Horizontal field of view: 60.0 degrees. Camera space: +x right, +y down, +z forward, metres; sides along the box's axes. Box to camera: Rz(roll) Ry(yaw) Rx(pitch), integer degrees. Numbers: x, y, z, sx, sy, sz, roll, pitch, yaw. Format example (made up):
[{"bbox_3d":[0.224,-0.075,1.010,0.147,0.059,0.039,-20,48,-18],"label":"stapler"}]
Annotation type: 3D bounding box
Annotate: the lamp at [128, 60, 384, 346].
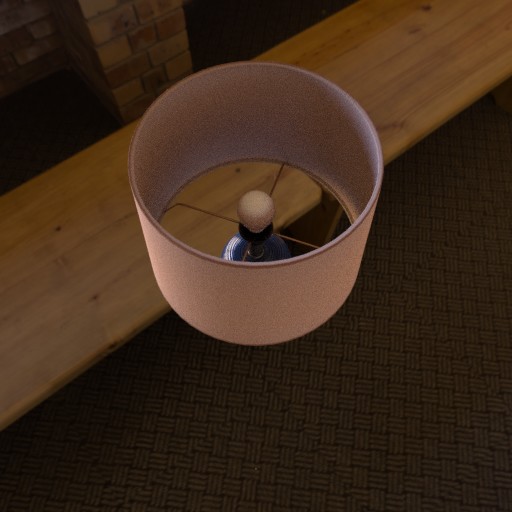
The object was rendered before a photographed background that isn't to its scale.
[{"bbox_3d":[0.000,0.000,0.830,0.367,0.609,0.367,0,64,0],"label":"lamp"}]
